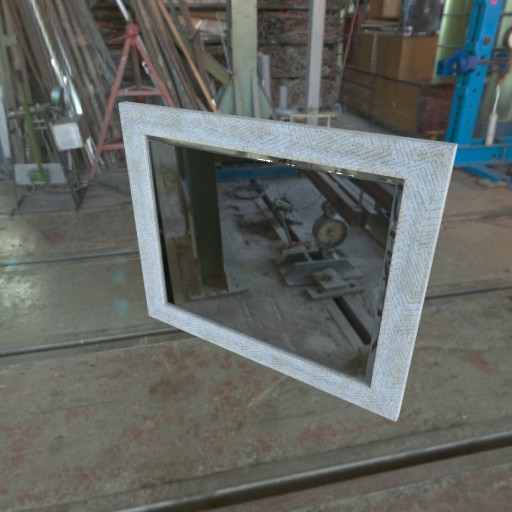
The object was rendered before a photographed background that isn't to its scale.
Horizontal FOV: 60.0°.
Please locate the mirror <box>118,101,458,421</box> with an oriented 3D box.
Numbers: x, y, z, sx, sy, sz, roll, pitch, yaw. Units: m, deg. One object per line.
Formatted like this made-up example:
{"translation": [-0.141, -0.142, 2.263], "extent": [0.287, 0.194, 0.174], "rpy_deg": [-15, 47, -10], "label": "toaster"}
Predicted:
{"translation": [0.000, 0.000, 1.143], "extent": [0.839, 0.689, 0.028], "rpy_deg": [17, 33, 28], "label": "mirror"}
